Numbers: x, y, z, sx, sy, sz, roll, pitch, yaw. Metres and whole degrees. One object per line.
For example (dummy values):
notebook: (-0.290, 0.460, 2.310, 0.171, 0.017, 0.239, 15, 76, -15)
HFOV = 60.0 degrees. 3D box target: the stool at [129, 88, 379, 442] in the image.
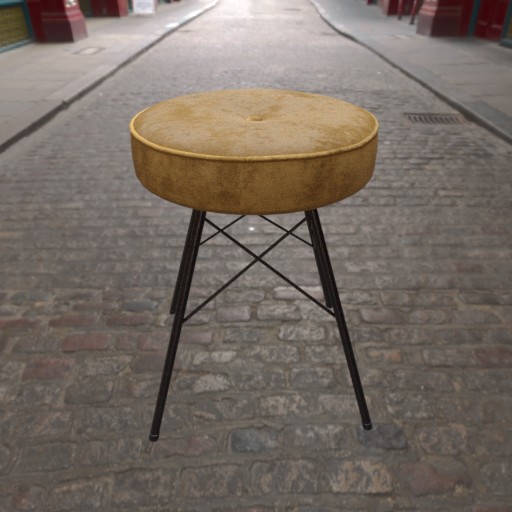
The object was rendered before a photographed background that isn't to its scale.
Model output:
stool: (0.000, 0.000, 0.916, 0.472, 0.595, 0.438, -1, 32, -1)
